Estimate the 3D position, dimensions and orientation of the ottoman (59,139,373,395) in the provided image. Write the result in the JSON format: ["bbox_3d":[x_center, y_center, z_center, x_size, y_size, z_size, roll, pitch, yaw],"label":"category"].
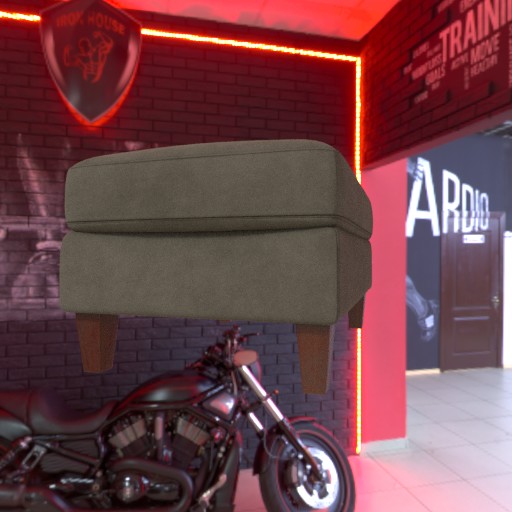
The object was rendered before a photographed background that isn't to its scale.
[{"bbox_3d":[0.000,0.000,1.215,0.584,0.483,0.864,0,0,18],"label":"ottoman"}]
